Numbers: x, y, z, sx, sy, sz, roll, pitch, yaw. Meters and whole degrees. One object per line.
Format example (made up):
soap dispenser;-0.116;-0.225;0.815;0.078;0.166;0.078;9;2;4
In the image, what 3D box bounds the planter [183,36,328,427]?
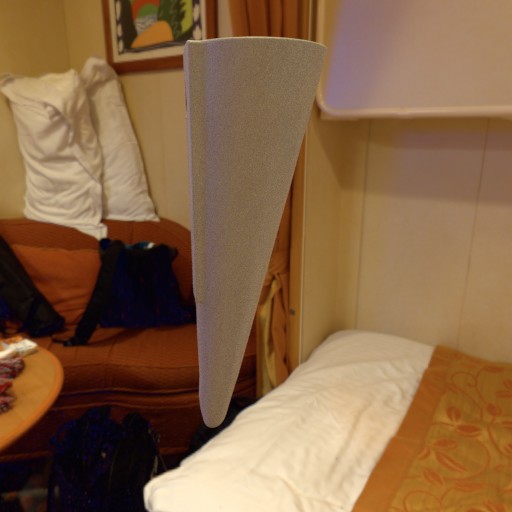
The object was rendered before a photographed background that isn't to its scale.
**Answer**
planter;0.000;0.000;0.223;0.064;0.191;0.057;-3;16;-11
